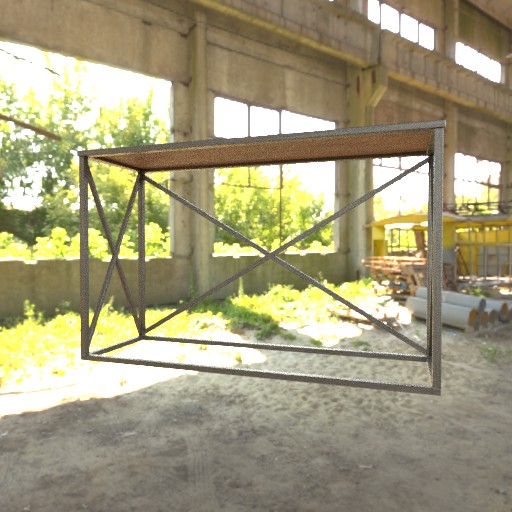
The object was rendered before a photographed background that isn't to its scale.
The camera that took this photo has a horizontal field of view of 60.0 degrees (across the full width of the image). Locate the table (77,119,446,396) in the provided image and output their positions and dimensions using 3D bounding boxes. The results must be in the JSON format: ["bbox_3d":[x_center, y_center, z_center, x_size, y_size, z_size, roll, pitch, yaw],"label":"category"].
[{"bbox_3d":[0.000,0.000,1.587,1.216,0.753,0.402,0,1,19],"label":"table"}]
